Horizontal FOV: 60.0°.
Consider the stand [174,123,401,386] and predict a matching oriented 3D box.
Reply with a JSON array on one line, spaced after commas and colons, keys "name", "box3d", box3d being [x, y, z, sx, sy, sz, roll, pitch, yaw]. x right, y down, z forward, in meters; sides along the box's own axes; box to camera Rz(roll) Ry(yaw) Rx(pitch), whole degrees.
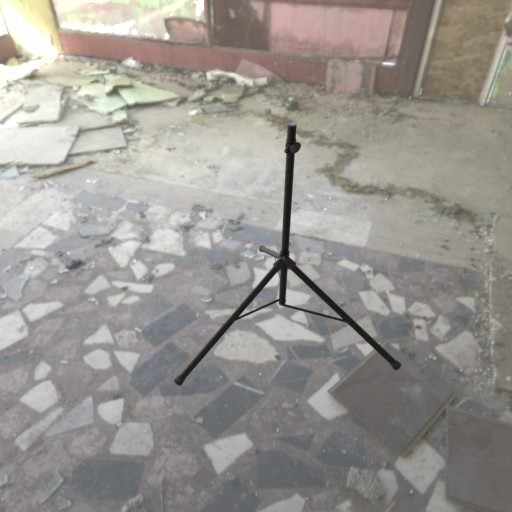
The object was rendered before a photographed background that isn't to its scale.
[{"name": "stand", "box3d": [0.000, 0.000, 2.731, 1.339, 1.595, 1.596, -25, 47, -26]}]
